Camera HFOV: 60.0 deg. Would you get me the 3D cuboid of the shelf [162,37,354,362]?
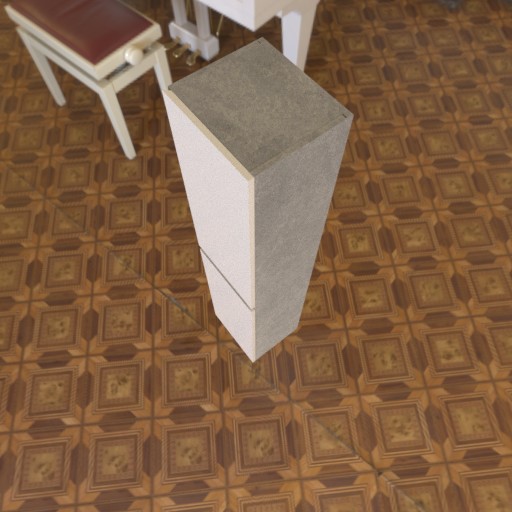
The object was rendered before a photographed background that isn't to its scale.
[{"bbox_3d":[0.000,0.000,1.539,0.270,1.400,0.300,-35,68,-16],"label":"shelf"}]
